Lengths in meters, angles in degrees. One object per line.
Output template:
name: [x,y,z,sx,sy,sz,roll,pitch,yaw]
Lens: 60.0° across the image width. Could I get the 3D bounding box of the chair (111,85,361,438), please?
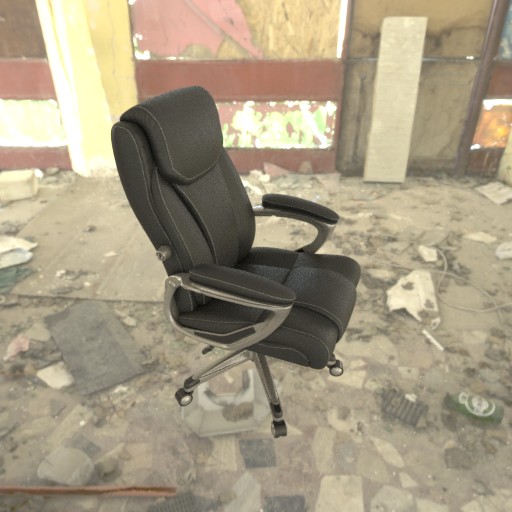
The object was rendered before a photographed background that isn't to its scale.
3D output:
chair: [0.000,0.000,1.709,0.784,1.167,0.741,12,33,19]
